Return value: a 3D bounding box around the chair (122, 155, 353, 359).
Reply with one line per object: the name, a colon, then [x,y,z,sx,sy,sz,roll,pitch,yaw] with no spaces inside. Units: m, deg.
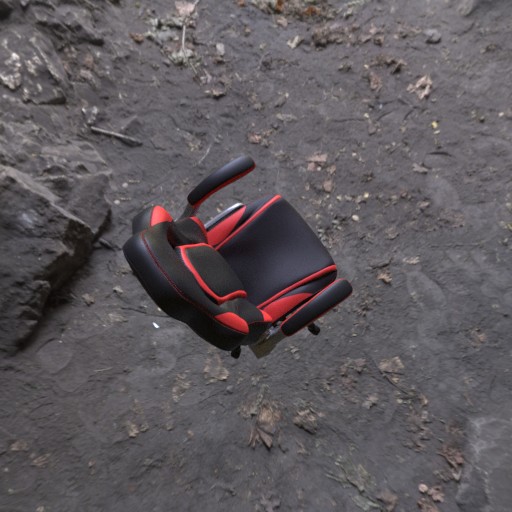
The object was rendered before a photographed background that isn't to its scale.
chair: [0.000,0.000,1.673,0.712,1.165,0.758,-35,78,-8]
